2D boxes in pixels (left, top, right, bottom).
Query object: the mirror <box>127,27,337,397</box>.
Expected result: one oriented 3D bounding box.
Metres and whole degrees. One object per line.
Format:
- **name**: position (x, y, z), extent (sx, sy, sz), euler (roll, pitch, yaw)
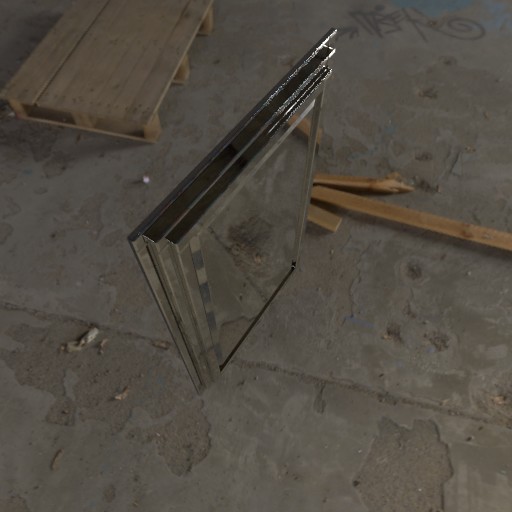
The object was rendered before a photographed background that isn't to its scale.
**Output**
- **mirror**: position (0.000, 0.000, 1.152), extent (0.039, 0.914, 0.613), euler (30, 64, 17)
